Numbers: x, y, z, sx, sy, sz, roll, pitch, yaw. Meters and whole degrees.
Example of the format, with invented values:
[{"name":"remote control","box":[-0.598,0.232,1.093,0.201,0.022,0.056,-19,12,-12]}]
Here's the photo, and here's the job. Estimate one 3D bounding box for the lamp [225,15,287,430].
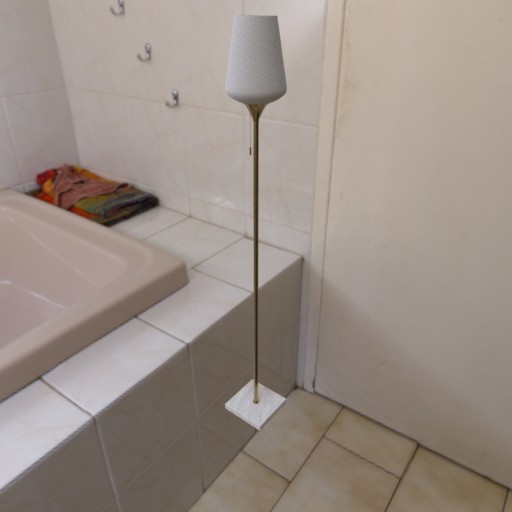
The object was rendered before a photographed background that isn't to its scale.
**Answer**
[{"name":"lamp","box":[0.000,0.000,1.900,0.232,1.813,0.229,21,35,33]}]
